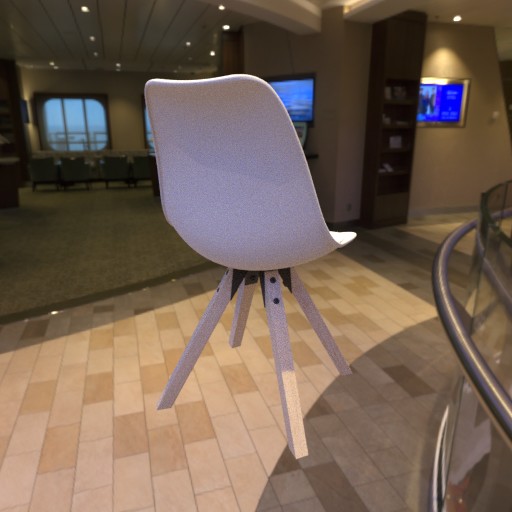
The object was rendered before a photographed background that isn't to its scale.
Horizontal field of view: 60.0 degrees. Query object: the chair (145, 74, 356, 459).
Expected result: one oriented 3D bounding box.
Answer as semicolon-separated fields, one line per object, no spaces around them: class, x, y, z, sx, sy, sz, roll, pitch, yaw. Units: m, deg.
chair;0.000;0.000;1.189;0.485;0.850;0.550;8;18;26
